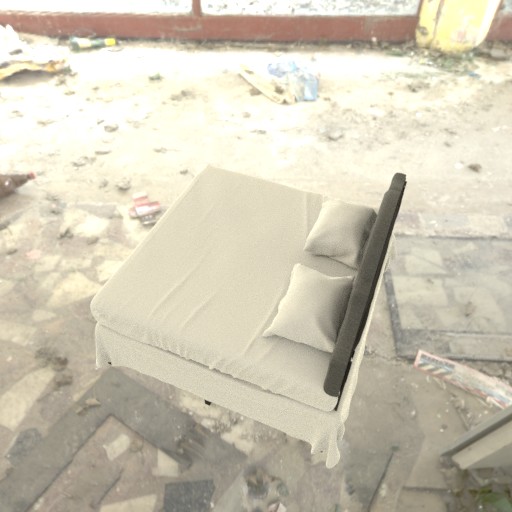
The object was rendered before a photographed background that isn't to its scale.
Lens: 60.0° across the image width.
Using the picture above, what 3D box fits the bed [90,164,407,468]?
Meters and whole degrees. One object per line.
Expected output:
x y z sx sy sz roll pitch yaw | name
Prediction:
0.000 0.000 3.699 2.222 1.631 2.303 17 49 15 | bed
